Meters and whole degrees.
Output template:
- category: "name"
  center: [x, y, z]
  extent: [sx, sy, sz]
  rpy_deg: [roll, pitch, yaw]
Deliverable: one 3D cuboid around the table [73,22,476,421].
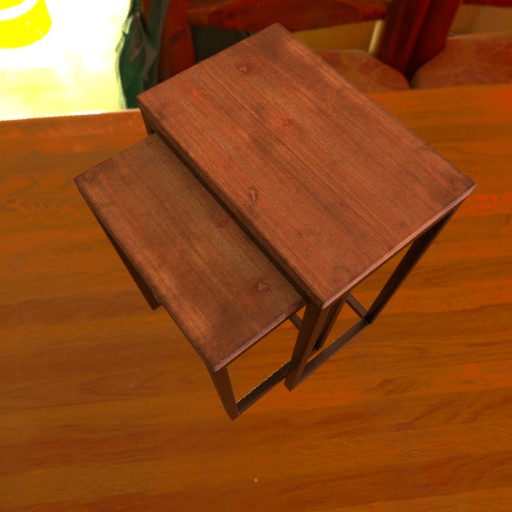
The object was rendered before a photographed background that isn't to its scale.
- category: "table"
  center: [0.000, 0.000, 0.918]
  extent: [0.460, 0.615, 0.456]
  rpy_deg: [-33, 68, -15]
